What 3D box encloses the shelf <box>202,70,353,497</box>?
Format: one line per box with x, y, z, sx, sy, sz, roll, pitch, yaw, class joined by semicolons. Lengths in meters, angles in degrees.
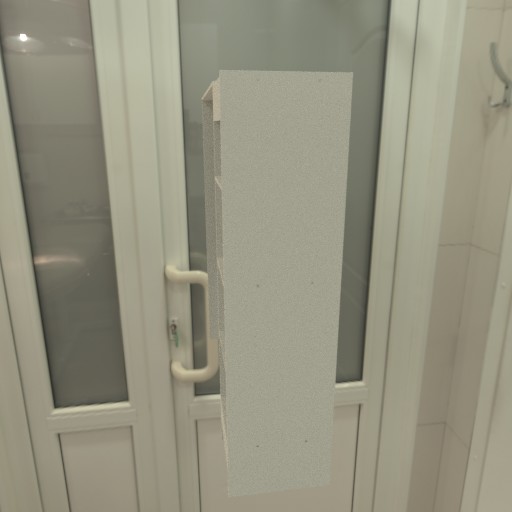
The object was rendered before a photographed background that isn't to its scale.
0.000;0.000;2.560;0.500;1.810;1.600;-3;17;-8;shelf
